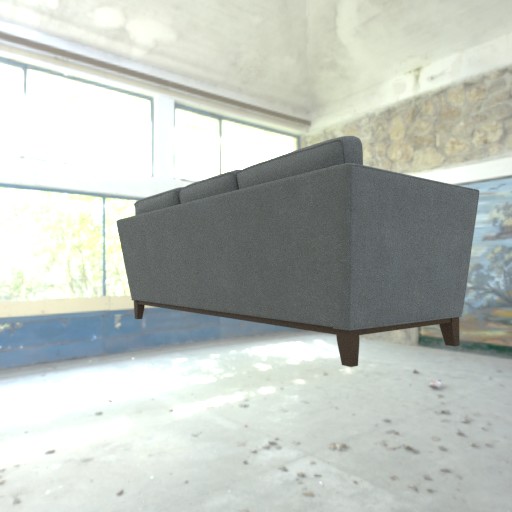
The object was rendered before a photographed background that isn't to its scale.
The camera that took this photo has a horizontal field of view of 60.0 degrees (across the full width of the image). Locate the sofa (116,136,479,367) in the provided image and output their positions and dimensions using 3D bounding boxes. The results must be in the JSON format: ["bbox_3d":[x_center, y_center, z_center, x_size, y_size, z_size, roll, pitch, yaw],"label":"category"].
[{"bbox_3d":[0.000,0.000,2.831,0.965,0.940,2.387,1,-2,-37],"label":"sofa"}]
